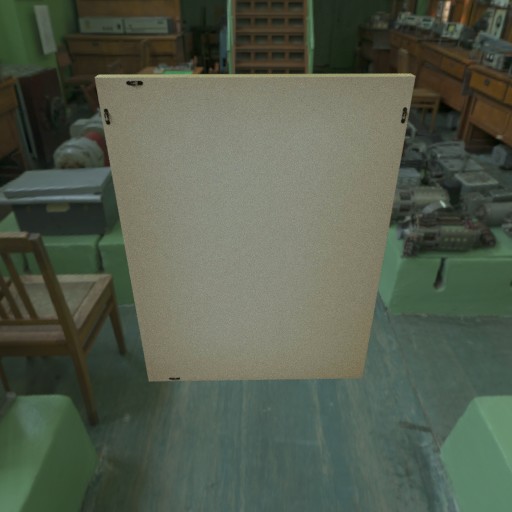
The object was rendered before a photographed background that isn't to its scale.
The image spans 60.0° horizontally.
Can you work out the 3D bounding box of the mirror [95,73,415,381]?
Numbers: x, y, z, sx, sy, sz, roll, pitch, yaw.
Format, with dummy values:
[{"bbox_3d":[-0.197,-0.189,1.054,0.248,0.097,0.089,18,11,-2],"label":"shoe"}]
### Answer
[{"bbox_3d":[0.000,0.000,1.330,0.762,1.016,0.040,-1,31,-1],"label":"mirror"}]
